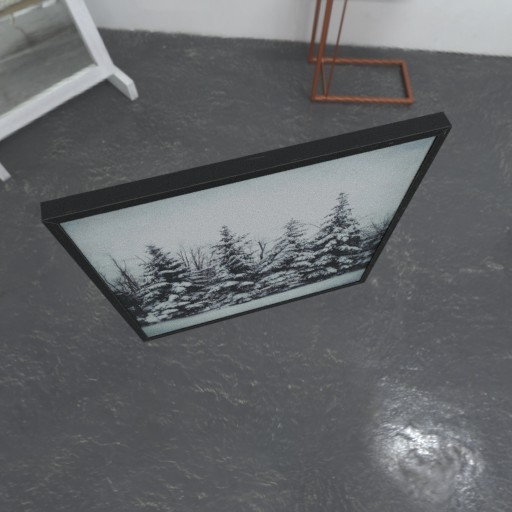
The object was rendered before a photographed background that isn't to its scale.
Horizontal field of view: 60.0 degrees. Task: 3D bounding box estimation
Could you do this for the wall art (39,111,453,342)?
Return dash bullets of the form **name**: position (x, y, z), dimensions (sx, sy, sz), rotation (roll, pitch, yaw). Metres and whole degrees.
- **wall art**: position (0.000, 0.000, 1.137), dimensions (0.761, 0.761, 0.037), rotation (-14, 65, -7)
